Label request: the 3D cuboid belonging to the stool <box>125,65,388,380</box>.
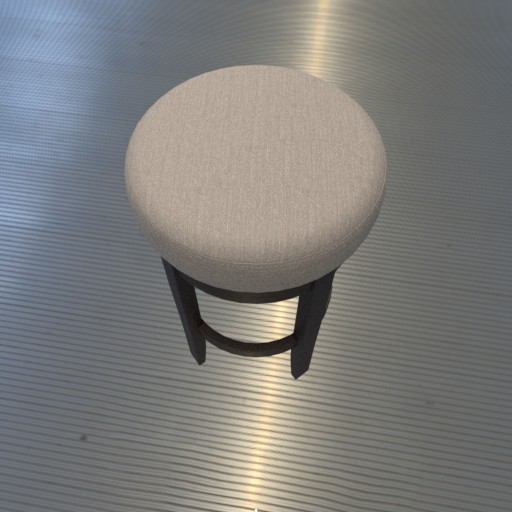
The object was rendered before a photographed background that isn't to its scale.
[{"bbox_3d":[0.000,0.000,1.030,0.443,0.757,0.443,0,60,0],"label":"stool"}]
